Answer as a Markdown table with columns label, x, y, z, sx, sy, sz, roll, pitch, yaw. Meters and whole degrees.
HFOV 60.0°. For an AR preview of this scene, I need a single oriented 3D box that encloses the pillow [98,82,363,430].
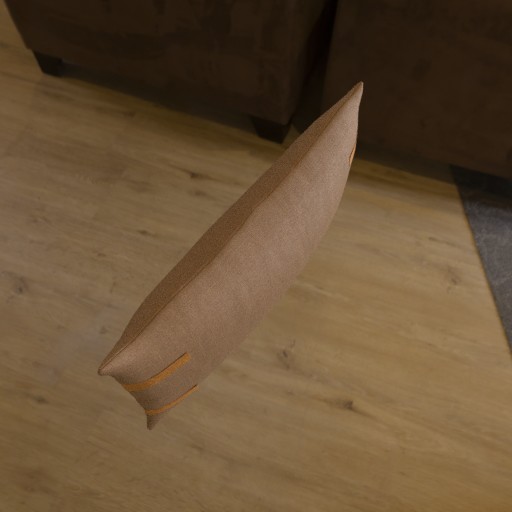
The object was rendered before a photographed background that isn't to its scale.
| label | x | y | z | sx | sy | sz | roll | pitch | yaw |
| --- | --- | --- | --- | --- | --- | --- | --- | --- | --- |
| pillow | 0.000 | 0.000 | 0.740 | 0.148 | 0.308 | 0.612 | 32 | 64 | 18 |
